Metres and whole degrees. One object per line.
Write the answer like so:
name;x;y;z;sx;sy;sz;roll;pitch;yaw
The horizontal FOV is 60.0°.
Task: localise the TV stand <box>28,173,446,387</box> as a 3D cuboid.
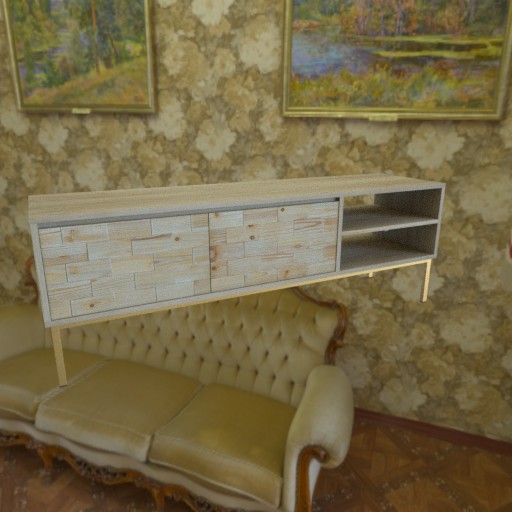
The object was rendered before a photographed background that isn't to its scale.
TV stand;0.000;0.000;1.816;1.600;0.550;0.420;-8;19;-25
